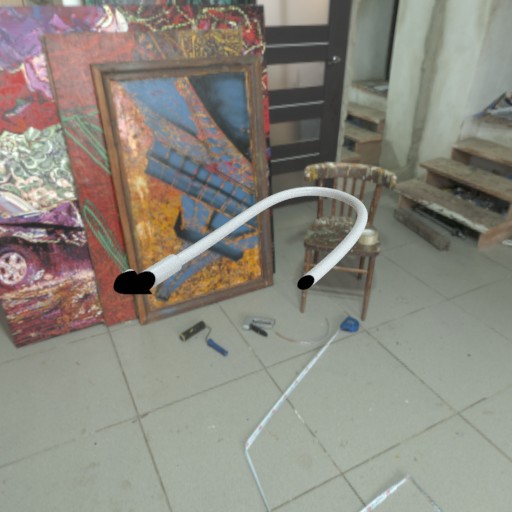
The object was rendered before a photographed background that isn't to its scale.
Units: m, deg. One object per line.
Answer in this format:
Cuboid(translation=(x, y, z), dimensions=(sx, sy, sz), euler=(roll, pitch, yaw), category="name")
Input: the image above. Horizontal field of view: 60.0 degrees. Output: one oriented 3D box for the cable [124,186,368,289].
Cuboid(translation=(0.000, 0.000, 0.110), dimensions=(0.040, 0.006, 0.098), euler=(18, 35, 28), category="cable")
